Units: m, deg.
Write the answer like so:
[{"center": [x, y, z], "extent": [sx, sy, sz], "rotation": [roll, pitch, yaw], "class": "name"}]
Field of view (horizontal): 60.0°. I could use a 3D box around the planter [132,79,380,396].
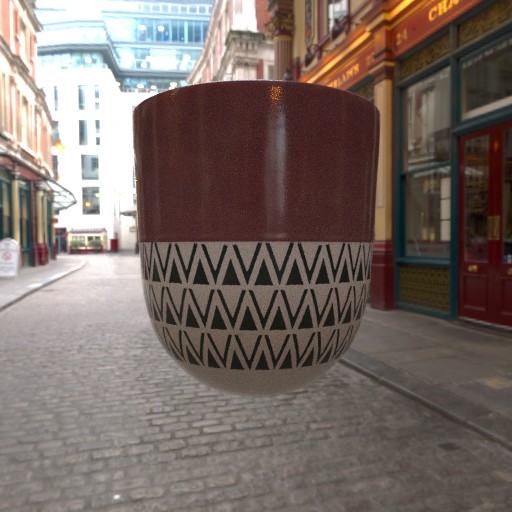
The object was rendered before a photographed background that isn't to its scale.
[{"center": [0.000, 0.000, 0.362], "extent": [0.195, 0.214, 0.195], "rotation": [0, 1, 0], "class": "planter"}]
